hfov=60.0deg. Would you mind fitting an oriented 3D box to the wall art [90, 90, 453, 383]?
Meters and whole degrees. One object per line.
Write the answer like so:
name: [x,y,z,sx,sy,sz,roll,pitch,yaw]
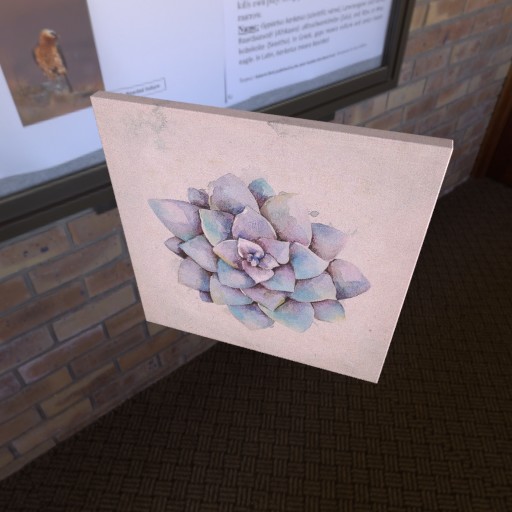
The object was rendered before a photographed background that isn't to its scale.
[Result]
wall art: [0.000,0.000,1.155,0.762,0.762,0.038,12,43,14]
